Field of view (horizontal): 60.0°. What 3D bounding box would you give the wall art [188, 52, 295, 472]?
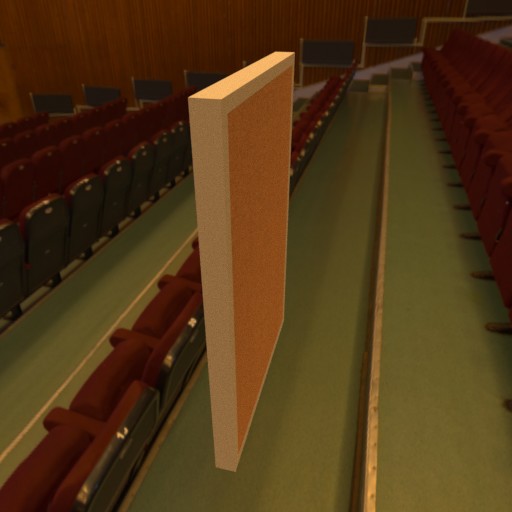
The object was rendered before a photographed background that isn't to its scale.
[{"bbox_3d":[0.000,0.000,0.545,0.025,0.428,0.293,7,32,12],"label":"wall art"}]
